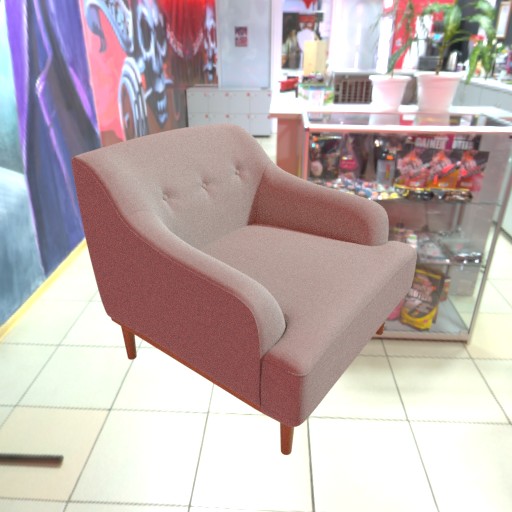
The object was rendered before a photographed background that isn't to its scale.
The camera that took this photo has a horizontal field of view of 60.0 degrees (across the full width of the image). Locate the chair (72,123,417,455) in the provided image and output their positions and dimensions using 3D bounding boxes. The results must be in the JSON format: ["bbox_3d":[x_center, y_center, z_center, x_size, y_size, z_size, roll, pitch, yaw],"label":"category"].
[{"bbox_3d":[0.000,0.000,1.661,0.951,0.818,0.946,18,31,32],"label":"chair"}]
